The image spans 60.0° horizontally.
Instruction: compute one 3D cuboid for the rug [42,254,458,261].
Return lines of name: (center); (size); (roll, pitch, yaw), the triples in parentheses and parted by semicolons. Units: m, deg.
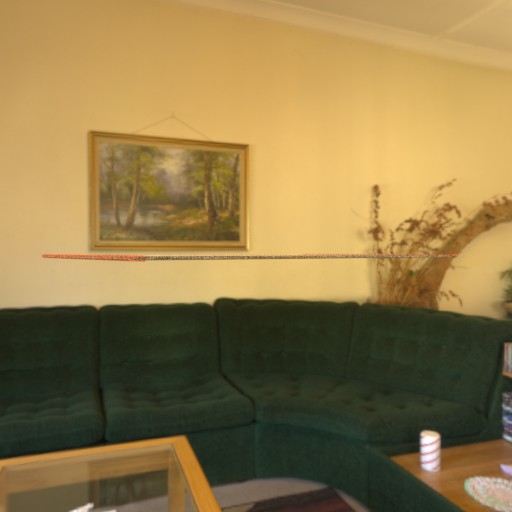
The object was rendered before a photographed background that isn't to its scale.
rug: (0.000, 0.000, 2.301); (1.838, 0.019, 1.220); (0, 0, -37)
